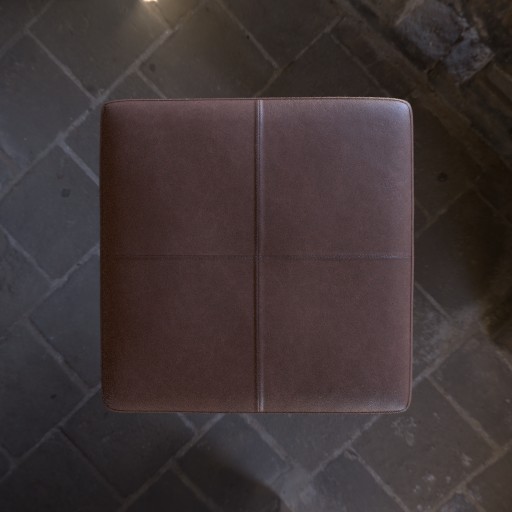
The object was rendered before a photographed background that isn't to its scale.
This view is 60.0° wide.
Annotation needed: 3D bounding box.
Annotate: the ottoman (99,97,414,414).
[{"bbox_3d":[0.000,0.000,1.769,1.168,0.490,1.168,0,91,1],"label":"ottoman"}]
